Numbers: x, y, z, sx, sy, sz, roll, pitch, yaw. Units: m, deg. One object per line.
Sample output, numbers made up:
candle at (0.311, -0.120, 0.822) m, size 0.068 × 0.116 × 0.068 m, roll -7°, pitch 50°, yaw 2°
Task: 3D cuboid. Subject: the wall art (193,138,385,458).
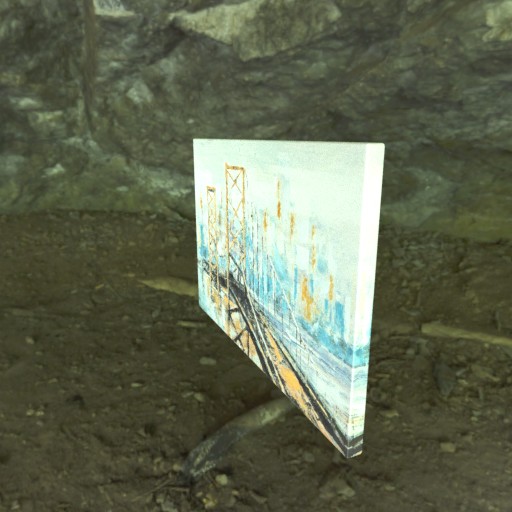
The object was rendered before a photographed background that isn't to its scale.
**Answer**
wall art at (0.000, 0.000, 1.204) m, size 0.038 × 0.609 × 0.913 m, roll -7°, pitch 17°, yaw -25°
